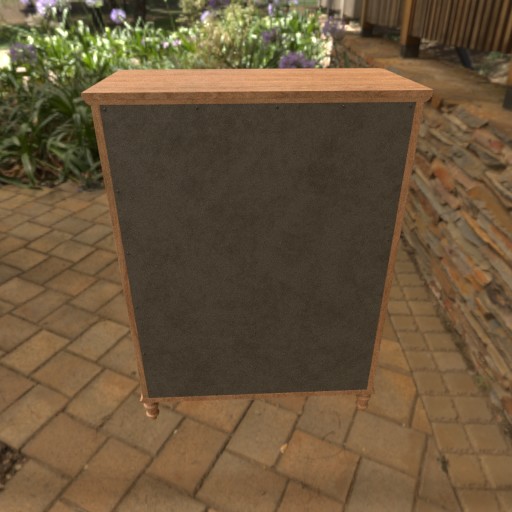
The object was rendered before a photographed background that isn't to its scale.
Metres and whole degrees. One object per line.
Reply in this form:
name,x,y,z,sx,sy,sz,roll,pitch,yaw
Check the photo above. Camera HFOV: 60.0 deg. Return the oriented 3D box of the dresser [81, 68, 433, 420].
dresser,0.000,0.000,1.756,0.973,1.318,0.484,-1,30,-3
